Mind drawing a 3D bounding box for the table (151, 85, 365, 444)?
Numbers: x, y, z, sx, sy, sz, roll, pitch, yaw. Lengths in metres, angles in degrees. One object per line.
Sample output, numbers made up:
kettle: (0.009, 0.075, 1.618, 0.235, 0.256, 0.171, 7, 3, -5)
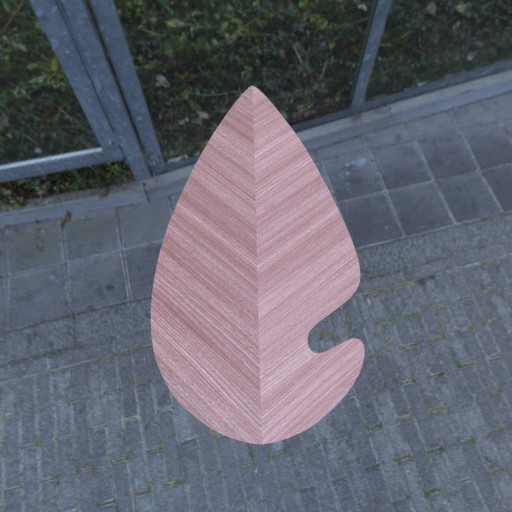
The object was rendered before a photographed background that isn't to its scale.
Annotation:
table: (0.000, 0.000, 1.508, 0.598, 0.360, 1.199, -1, 64, -1)
